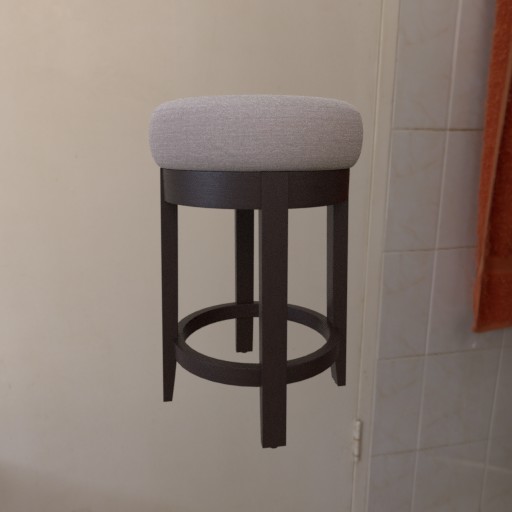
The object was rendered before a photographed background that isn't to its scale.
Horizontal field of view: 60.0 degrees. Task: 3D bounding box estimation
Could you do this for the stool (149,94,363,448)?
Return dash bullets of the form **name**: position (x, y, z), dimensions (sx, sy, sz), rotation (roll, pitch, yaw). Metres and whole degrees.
- **stool**: position (0.000, 0.000, 1.001), dimensions (0.443, 0.672, 0.443), rotation (0, 14, 0)
